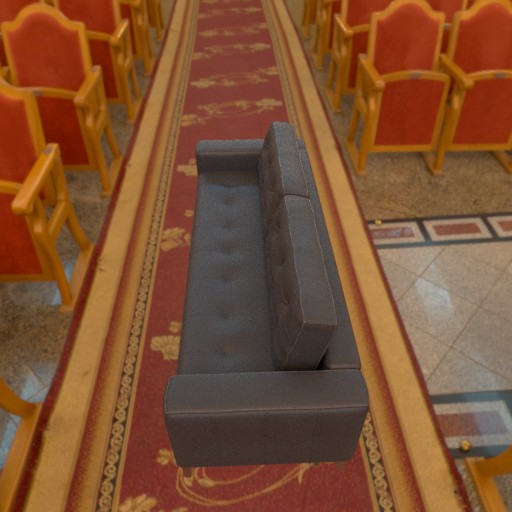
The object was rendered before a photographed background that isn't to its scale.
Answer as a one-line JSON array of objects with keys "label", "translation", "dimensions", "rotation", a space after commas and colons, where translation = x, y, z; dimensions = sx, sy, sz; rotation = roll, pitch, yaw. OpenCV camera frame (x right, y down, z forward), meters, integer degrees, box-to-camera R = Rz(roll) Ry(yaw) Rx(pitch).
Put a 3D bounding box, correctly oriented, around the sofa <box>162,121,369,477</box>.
[{"label": "sofa", "translation": [0.000, 0.000, 2.675], "dimensions": [0.833, 0.893, 2.275], "rotation": [-1, 42, -2]}]
